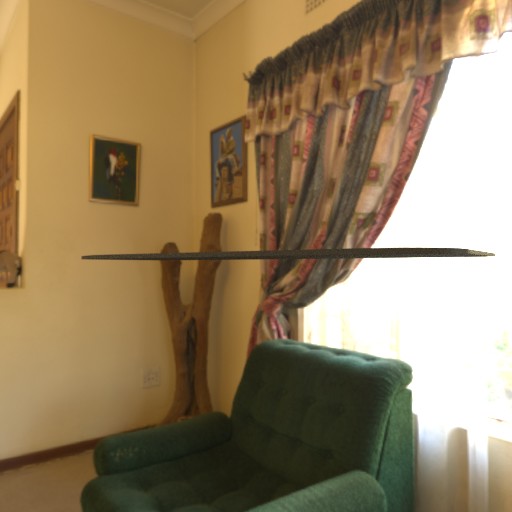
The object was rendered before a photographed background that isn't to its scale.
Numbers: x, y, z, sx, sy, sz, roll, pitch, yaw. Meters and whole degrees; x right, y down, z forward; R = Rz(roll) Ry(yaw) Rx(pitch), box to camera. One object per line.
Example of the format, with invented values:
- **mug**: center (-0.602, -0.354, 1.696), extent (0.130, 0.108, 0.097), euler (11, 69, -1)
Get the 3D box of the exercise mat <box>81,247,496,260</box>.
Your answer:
- **exercise mat**: center (0.000, 0.000, 2.006), extent (1.869, 0.021, 0.616), euler (-1, -2, 36)
